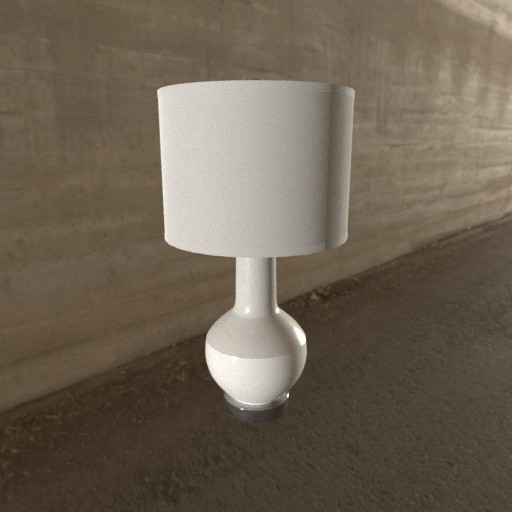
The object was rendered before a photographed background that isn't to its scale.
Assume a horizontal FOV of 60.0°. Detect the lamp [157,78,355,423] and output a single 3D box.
[{"bbox_3d":[0.000,0.000,0.894,0.357,0.673,0.357,3,15,10],"label":"lamp"}]
